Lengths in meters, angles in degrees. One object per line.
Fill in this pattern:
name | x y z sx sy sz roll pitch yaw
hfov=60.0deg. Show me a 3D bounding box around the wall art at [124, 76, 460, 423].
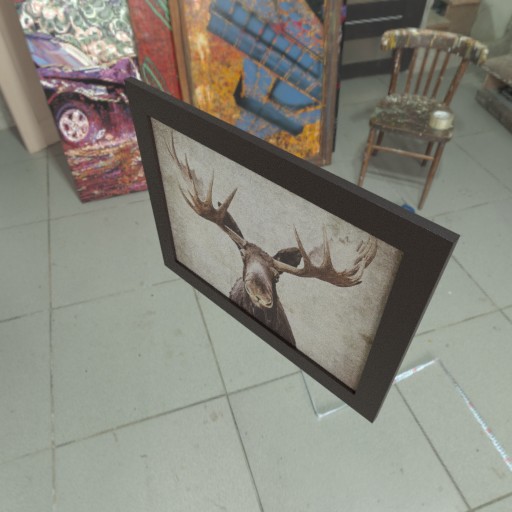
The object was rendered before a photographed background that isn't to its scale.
wall art | 0.000 0.000 1.609 1.207 0.952 0.034 33 55 28
